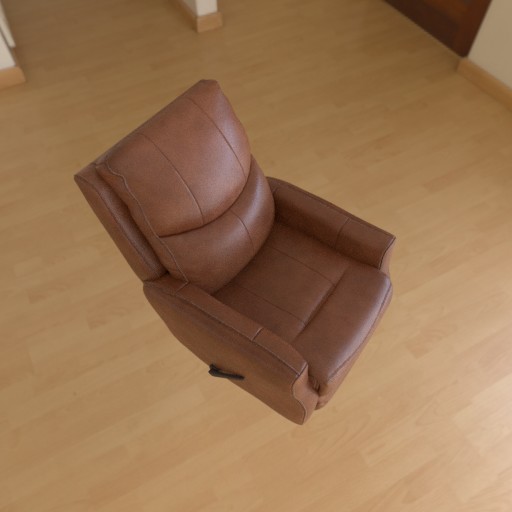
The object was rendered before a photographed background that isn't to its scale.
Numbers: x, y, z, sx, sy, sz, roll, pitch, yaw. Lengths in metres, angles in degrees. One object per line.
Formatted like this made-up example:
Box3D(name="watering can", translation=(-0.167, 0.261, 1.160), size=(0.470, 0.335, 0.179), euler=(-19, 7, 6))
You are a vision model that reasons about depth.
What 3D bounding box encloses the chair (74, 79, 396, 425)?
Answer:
Box3D(name="chair", translation=(0.000, 0.000, 1.798), size=(1.072, 1.016, 0.821), euler=(31, 62, 19))
